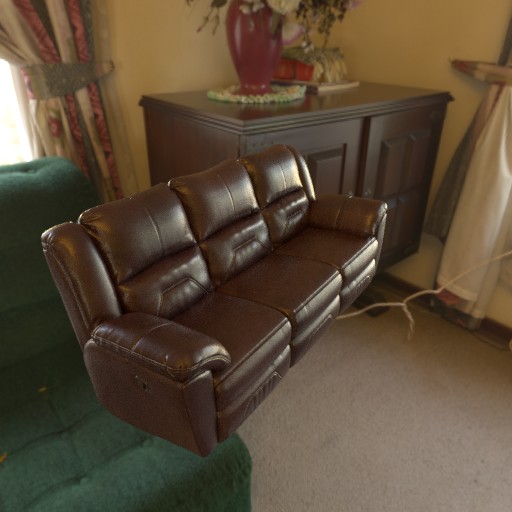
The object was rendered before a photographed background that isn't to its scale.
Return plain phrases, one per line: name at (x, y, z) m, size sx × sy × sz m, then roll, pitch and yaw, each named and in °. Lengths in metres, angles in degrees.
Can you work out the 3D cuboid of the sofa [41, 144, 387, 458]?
sofa at (0.000, 0.000, 2.841) m, size 0.991 × 1.043 × 2.337 m, roll 17°, pitch 31°, yaw 30°
